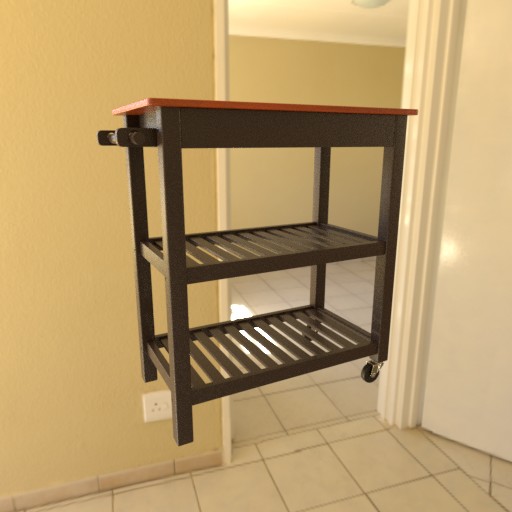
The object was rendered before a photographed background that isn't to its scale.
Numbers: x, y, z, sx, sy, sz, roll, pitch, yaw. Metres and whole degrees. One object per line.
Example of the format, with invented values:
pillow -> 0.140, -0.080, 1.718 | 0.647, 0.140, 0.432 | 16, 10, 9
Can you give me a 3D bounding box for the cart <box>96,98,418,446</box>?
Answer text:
cart -> 0.000, 0.000, 1.472 | 0.899, 0.927, 0.457 | -7, 16, -26
